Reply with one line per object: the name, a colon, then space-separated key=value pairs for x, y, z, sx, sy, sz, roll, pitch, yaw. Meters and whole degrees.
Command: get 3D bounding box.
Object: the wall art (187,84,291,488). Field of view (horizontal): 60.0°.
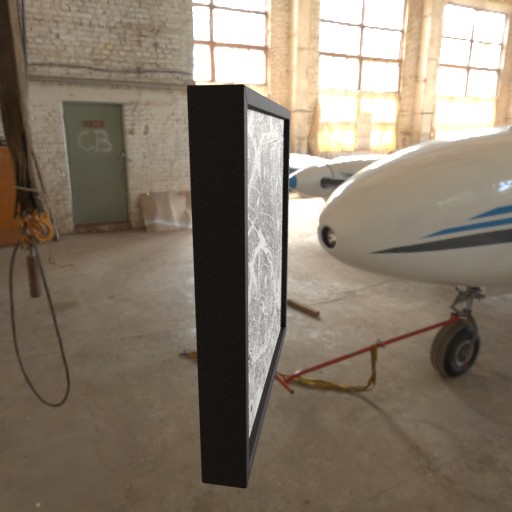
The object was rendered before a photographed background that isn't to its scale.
wall art: x=0.000 y=0.000 z=0.463 sx=0.037 sy=0.305 sz=0.305 roll=3 pitch=15 yaw=9
